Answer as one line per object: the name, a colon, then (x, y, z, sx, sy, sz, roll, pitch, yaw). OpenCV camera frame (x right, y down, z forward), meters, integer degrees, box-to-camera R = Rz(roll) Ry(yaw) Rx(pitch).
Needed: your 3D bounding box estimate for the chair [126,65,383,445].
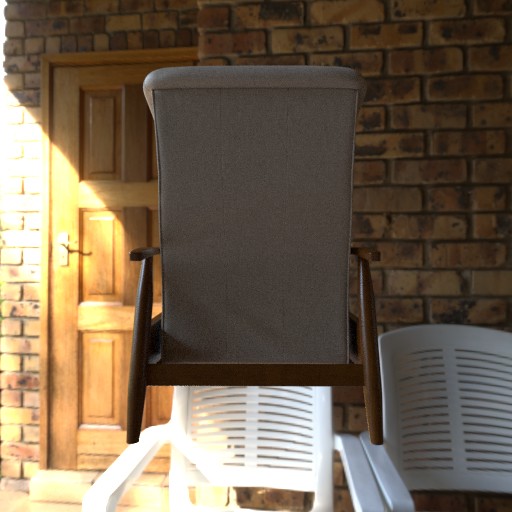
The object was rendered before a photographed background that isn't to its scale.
chair: (0.000, 0.000, 1.743, 0.762, 1.082, 1.030, 0, -1, 0)
